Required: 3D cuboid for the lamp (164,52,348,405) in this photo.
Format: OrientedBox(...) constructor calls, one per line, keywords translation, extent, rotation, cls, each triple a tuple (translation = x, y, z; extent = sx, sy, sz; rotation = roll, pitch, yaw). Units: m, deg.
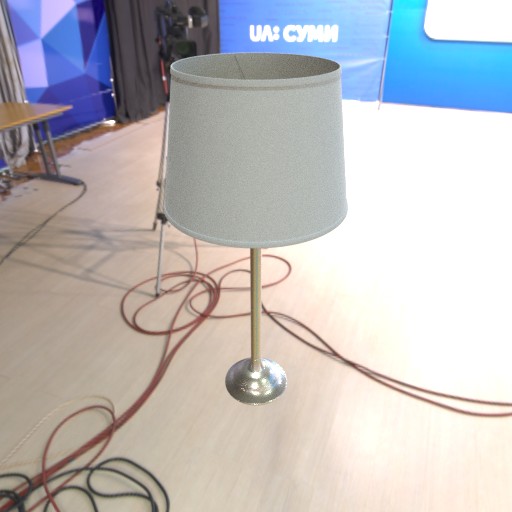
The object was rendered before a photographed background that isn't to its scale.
OrientedBox(translation=(0.000, 0.000, 0.869), extent=(0.331, 0.698, 0.331), rotation=(0, 32, 0), cls="lamp")
